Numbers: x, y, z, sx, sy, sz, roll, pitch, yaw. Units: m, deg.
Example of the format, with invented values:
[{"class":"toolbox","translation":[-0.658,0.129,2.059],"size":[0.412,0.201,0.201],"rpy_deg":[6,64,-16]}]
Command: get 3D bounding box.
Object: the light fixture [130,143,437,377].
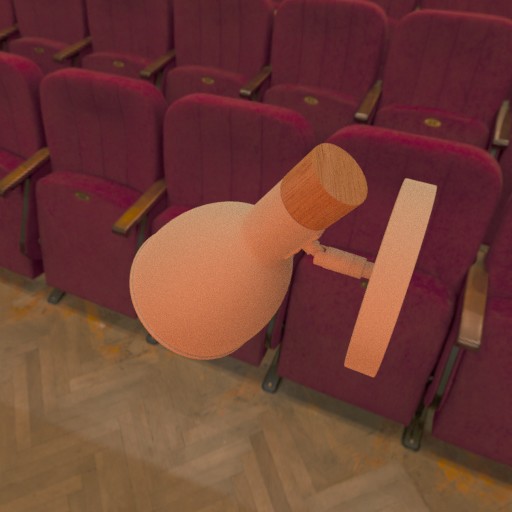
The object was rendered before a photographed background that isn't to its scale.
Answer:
[{"class":"light fixture","translation":[0.000,0.000,0.327],"size":[0.209,0.199,0.127],"rpy_deg":[18,48,17]}]
